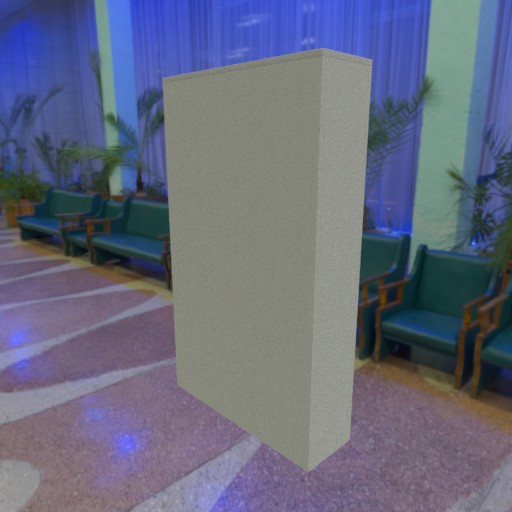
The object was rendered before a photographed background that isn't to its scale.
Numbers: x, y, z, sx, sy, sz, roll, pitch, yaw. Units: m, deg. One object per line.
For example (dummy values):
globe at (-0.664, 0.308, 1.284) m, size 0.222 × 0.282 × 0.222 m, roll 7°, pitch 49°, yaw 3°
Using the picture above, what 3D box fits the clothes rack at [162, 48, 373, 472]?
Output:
clothes rack at (0.000, 0.000, 1.637) m, size 0.250 × 1.280 × 0.750 m, roll -13°, pitch 19°, yaw -42°
